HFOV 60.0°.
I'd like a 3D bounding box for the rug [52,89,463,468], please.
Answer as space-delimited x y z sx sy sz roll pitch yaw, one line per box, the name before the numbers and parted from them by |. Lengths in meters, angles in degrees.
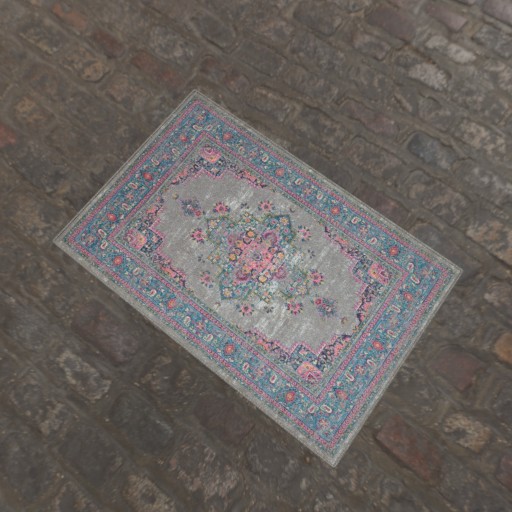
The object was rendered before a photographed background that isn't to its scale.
rug | 0.000 0.000 2.236 1.748 0.014 1.144 36 77 10
